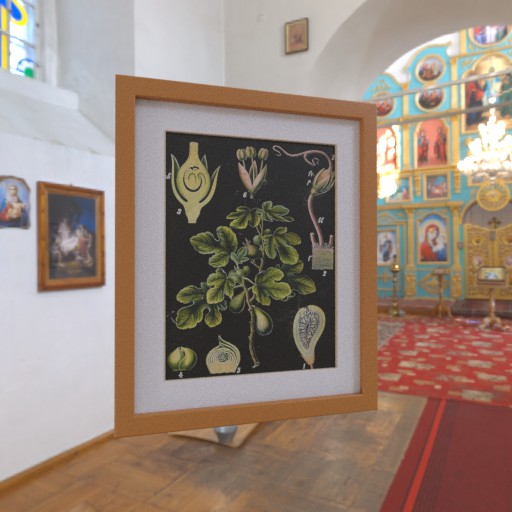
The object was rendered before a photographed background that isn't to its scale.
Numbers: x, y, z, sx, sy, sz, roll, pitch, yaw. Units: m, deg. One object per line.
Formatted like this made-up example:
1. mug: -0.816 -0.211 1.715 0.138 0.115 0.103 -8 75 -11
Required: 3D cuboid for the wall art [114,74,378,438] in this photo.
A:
1. wall art: 0.000 0.000 0.746 0.452 0.553 0.022 0 -1 -17
